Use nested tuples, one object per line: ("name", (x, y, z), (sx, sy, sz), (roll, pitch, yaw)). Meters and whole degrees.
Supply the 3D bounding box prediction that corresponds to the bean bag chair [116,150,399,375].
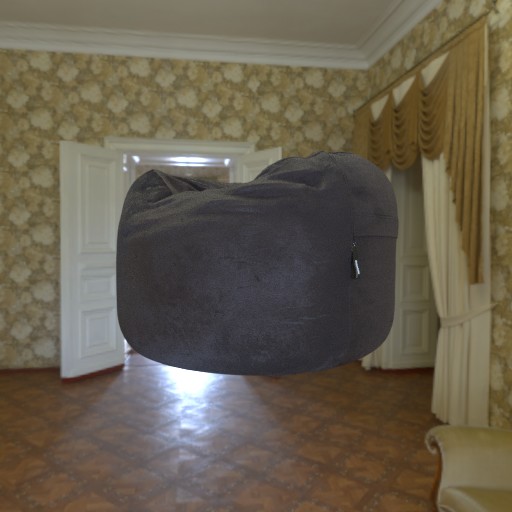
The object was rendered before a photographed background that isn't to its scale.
("bean bag chair", (0.000, 0.000, 1.491), (0.918, 0.605, 0.918), (0, 1, 0))
